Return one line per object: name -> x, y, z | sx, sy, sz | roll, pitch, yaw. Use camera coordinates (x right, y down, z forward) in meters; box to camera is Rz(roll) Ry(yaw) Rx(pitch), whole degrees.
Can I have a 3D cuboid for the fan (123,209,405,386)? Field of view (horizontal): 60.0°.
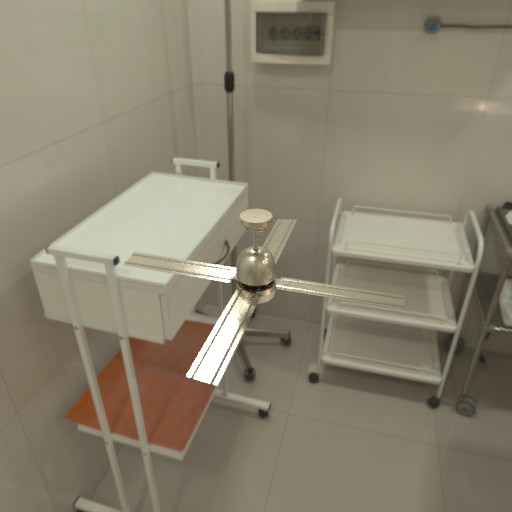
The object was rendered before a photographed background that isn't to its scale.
fan -> 0.000, 0.000, 2.025 | 1.346, 0.406, 1.346 | 8, 31, 13
